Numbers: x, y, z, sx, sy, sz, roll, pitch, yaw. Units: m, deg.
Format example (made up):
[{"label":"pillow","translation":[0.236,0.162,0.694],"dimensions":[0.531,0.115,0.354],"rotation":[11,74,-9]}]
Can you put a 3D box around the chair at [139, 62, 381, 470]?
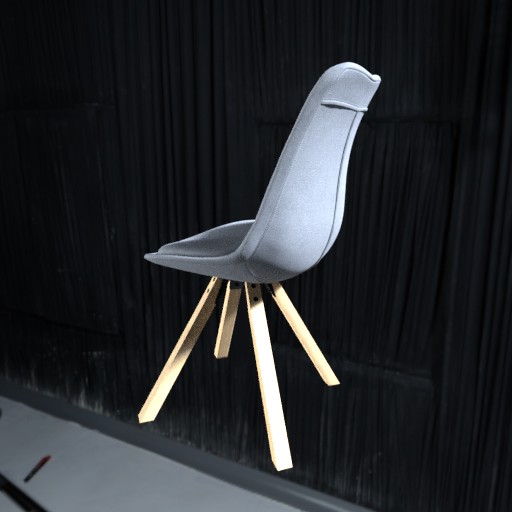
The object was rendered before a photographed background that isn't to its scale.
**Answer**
[{"label":"chair","translation":[0.000,0.000,1.144],"dimensions":[0.549,0.863,0.474],"rotation":[8,17,26]}]
